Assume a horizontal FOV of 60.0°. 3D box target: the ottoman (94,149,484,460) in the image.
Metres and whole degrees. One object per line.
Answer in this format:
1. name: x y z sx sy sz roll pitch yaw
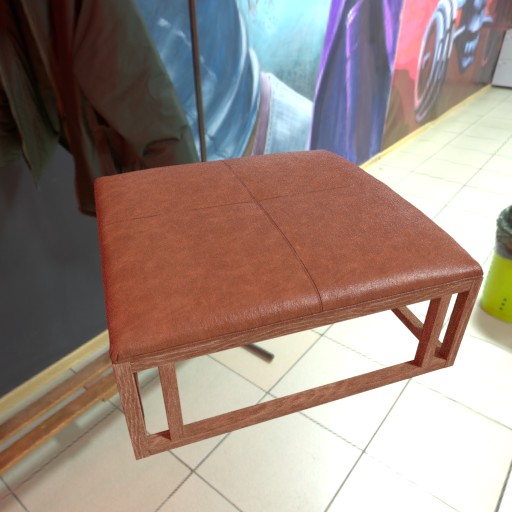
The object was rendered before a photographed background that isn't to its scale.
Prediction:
1. ottoman: 0.000 0.000 1.577 1.016 0.442 1.013 -11 35 -16
